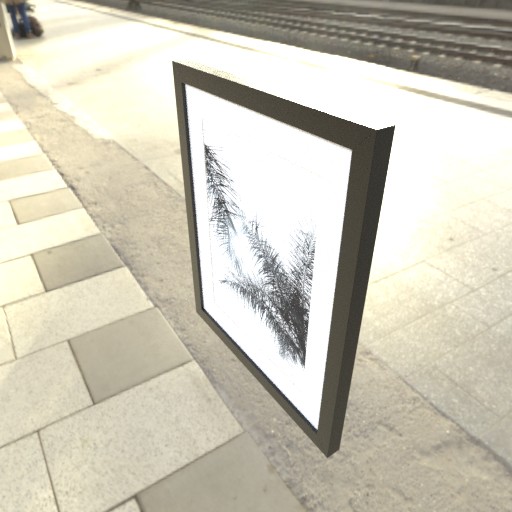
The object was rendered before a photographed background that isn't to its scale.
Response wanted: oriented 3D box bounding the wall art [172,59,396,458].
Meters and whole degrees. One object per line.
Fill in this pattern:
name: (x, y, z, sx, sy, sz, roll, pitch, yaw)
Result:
wall art: (0.000, 0.000, 0.755, 0.028, 0.557, 0.457, -21, 39, -29)
